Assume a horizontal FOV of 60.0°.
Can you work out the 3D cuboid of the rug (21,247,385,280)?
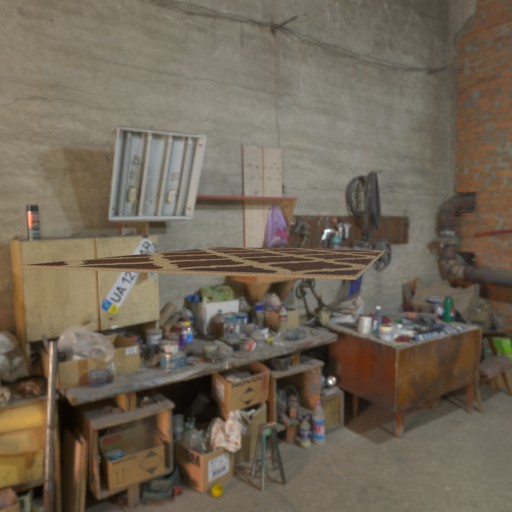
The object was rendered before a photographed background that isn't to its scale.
[{"bbox_3d":[0.000,0.000,2.861,1.526,0.014,2.290,1,4,19],"label":"rug"}]
